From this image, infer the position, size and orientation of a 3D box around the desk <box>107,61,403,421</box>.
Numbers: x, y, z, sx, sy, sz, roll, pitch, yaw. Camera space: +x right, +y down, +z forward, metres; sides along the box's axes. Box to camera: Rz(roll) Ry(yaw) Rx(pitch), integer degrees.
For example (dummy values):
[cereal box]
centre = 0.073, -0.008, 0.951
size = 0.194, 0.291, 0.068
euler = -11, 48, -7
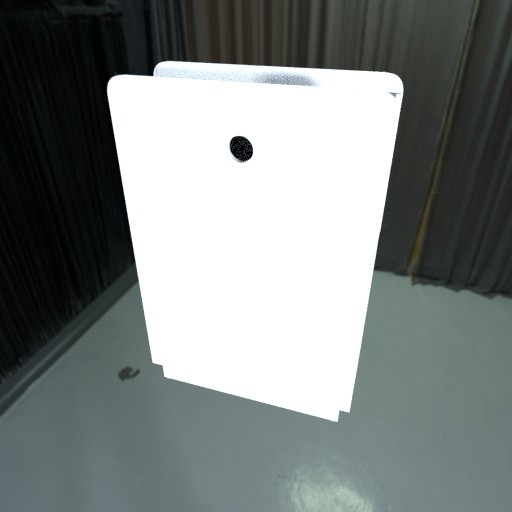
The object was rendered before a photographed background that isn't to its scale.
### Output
[desk]
centre = 0.000, 0.000, 1.545
size = 0.795, 1.190, 0.278
euler = 10, 33, 15
